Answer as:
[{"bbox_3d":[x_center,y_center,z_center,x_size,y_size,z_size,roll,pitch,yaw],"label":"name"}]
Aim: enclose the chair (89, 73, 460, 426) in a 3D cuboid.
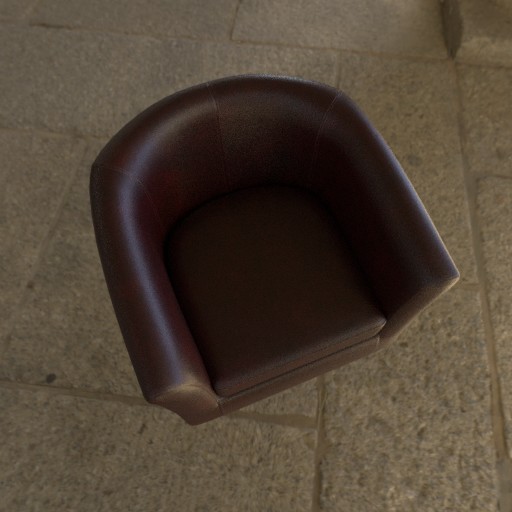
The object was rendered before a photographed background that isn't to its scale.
[{"bbox_3d":[0.000,0.000,1.347,0.792,0.756,0.727,-20,64,-10],"label":"chair"}]
